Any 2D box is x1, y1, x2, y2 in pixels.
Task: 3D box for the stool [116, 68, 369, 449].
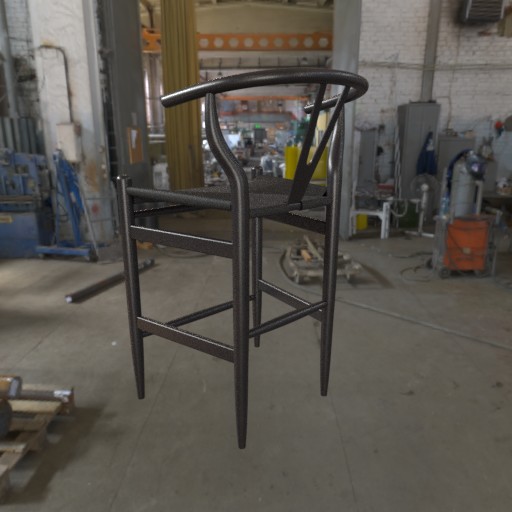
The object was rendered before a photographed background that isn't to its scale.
[{"bbox_3d":[0.000,0.000,1.311,0.569,0.970,0.579,-14,21,-42],"label":"stool"}]
